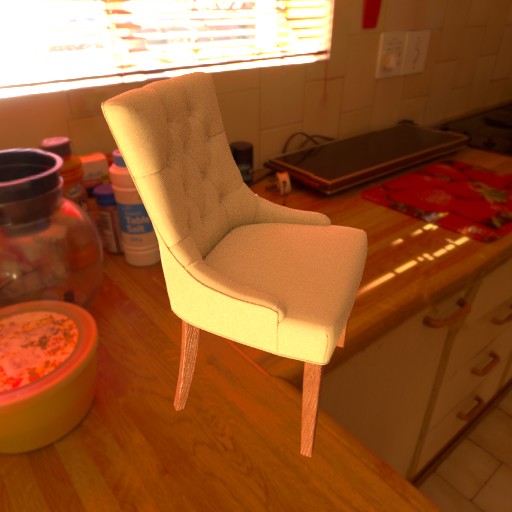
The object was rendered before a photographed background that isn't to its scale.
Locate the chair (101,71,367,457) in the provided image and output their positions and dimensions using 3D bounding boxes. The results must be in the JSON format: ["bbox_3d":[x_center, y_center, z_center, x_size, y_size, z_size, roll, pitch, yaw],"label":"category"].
[{"bbox_3d":[0.000,0.000,1.210,0.565,0.874,0.509,11,32,17],"label":"chair"}]
